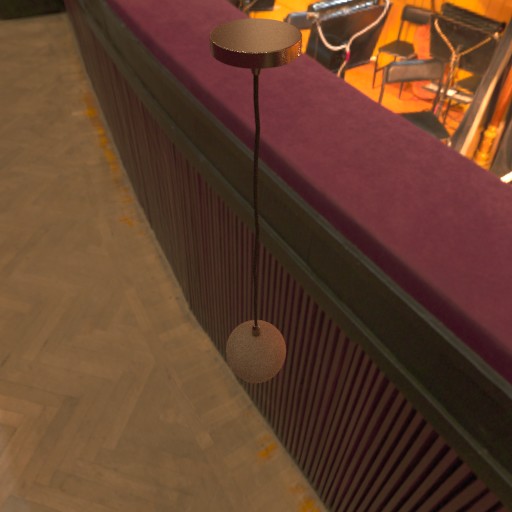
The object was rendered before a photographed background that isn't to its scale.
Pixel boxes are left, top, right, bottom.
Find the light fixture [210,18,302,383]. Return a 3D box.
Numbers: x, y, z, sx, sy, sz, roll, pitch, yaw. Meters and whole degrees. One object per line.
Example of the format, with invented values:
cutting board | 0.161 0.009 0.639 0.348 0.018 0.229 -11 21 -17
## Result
light fixture | 0.000 0.000 0.804 0.139 0.764 0.139 -24 51 -22
